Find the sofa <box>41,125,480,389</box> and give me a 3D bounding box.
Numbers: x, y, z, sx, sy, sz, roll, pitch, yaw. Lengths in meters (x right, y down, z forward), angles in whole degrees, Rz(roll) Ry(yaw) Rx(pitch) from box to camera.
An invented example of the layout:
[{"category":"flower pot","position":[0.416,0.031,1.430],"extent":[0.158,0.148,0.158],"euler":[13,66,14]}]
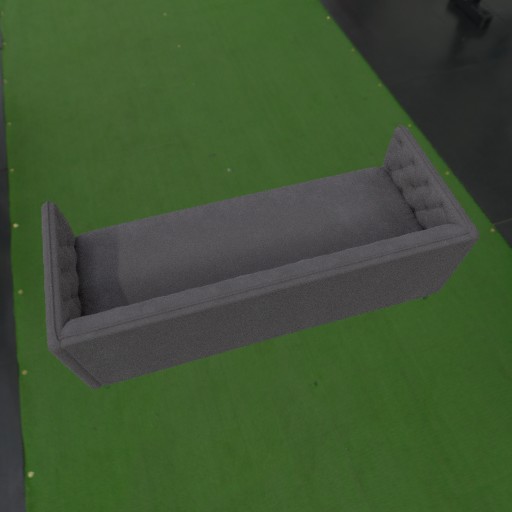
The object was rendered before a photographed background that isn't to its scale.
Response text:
[{"category":"sofa","position":[0.000,0.000,2.637],"extent":[2.209,0.771,0.895],"euler":[-14,59,-9]}]
